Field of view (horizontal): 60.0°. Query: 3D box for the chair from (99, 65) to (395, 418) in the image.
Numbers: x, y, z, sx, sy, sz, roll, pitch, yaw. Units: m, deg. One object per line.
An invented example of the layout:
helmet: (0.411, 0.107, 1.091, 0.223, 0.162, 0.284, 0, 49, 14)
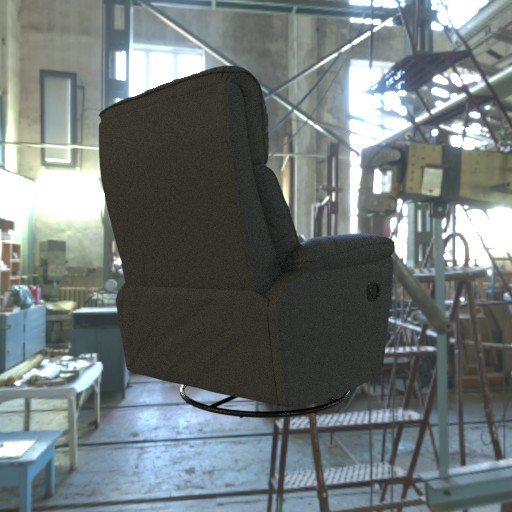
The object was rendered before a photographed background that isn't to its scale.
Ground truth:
chair: (0.000, 0.000, 1.682, 0.820, 1.037, 1.004, -1, -1, 37)
